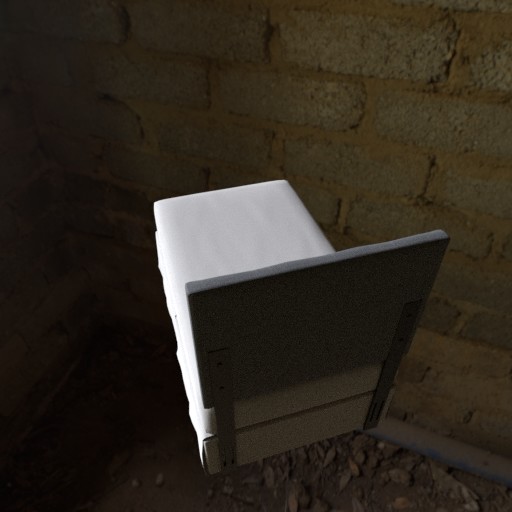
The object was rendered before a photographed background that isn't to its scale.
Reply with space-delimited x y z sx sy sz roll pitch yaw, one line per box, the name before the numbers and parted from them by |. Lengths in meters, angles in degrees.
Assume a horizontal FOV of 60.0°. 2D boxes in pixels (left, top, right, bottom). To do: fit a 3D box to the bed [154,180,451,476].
bed | 0.000 0.000 2.962 1.261 1.571 1.997 -11 43 -13
